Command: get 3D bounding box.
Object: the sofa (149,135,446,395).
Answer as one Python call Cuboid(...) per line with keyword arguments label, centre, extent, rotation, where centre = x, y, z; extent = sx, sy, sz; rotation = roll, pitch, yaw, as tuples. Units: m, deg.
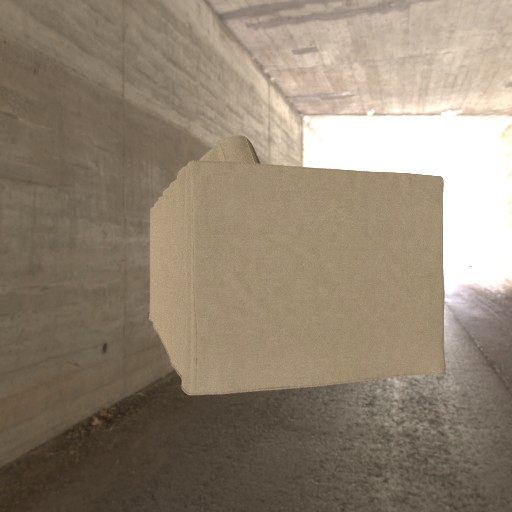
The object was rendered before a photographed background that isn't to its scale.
Cuboid(label="sofa", centre=(0.000, 0.000, 2.256), extent=(0.962, 0.835, 1.719), rotation=(0, 0, -17))
